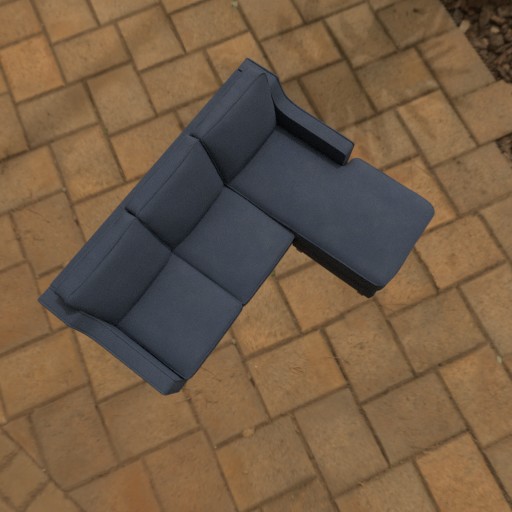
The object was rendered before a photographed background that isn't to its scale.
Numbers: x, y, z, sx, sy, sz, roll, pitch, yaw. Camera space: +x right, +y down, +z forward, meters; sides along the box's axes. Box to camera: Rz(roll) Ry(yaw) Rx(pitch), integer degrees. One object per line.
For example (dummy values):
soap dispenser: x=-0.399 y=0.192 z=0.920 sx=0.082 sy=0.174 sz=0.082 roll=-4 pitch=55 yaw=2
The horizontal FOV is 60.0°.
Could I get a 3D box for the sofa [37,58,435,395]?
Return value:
sofa: x=0.000 y=0.000 z=3.309 sx=1.858 sy=1.066 sz=2.317 roll=36 pitch=79 yaw=8
